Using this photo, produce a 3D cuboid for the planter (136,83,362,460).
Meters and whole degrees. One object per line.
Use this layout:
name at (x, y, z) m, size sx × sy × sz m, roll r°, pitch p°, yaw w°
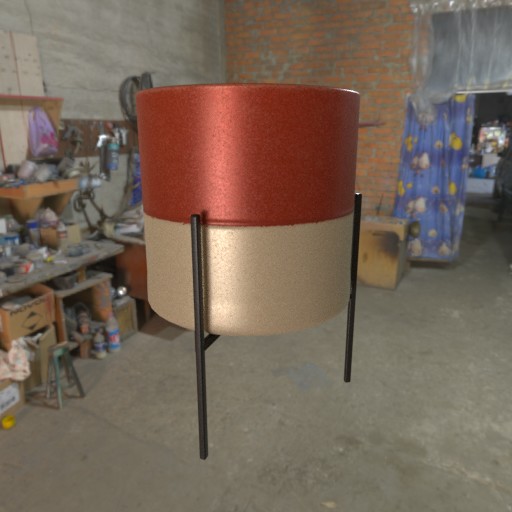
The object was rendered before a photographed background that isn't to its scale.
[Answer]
planter at (0.000, 0.000, 0.518) m, size 0.251 × 0.354 × 0.235 m, roll -2°, pitch 15°, yaw -9°
